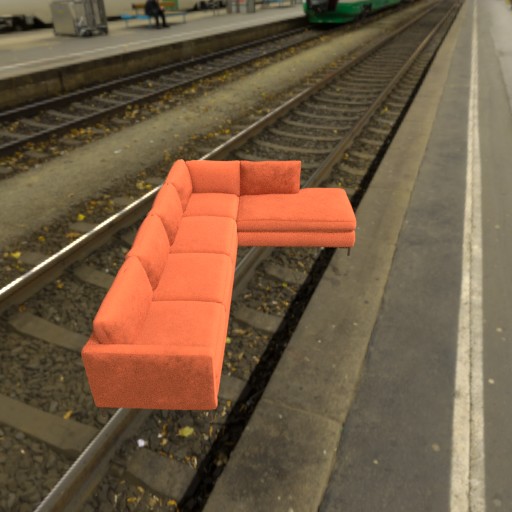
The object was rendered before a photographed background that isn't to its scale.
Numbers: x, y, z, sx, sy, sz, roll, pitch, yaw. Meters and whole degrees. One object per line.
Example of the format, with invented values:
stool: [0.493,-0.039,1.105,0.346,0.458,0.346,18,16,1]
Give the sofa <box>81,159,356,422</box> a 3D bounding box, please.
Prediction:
sofa: [0.000,0.000,3.657,1.879,0.757,2.736,1,32,1]
